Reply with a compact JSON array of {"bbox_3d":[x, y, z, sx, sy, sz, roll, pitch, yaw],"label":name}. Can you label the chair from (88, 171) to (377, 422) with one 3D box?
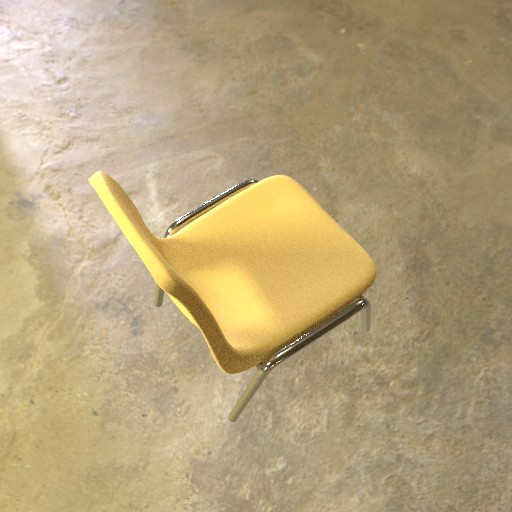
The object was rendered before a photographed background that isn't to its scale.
[{"bbox_3d":[0.000,0.000,0.782,0.385,0.536,0.354,-31,64,-17],"label":"chair"}]
